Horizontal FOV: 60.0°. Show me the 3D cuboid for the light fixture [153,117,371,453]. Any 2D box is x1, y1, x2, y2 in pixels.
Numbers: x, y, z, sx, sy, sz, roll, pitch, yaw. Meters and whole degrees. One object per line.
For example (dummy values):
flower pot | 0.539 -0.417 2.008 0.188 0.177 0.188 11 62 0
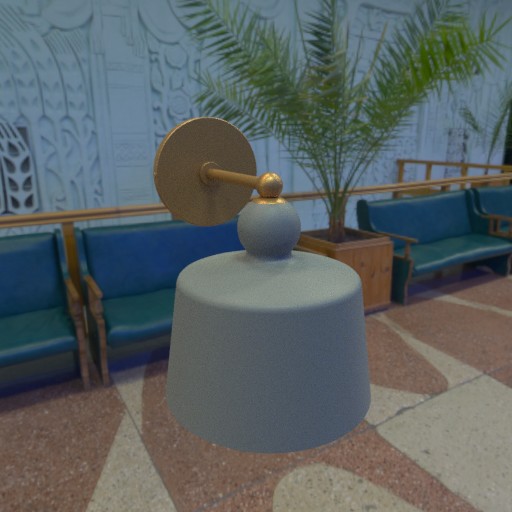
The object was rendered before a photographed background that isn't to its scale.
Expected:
light fixture | 0.000 0.000 0.438 0.204 0.268 0.254 -8 18 -27
